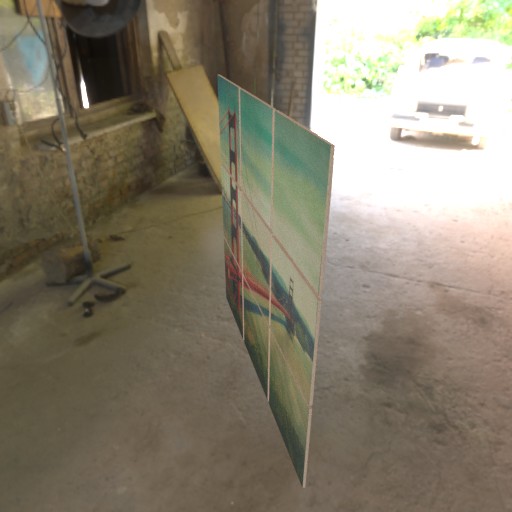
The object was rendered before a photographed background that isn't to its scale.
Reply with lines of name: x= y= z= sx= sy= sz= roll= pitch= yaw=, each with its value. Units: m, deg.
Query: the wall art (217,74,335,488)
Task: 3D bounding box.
wall art: x=0.000 y=0.000 z=2.208 sx=0.014 sy=1.507 sz=1.519 roll=-8 pitch=30 yaw=-14
